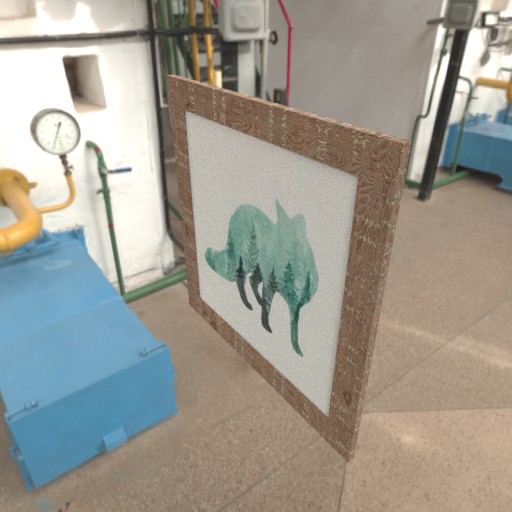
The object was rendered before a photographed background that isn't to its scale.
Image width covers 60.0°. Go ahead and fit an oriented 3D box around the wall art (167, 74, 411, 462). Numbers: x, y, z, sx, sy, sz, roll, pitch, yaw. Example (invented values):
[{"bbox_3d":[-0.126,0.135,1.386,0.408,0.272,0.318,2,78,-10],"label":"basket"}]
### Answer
[{"bbox_3d":[0.000,0.000,0.564,0.012,0.384,0.384,-21,37,-31],"label":"wall art"}]
